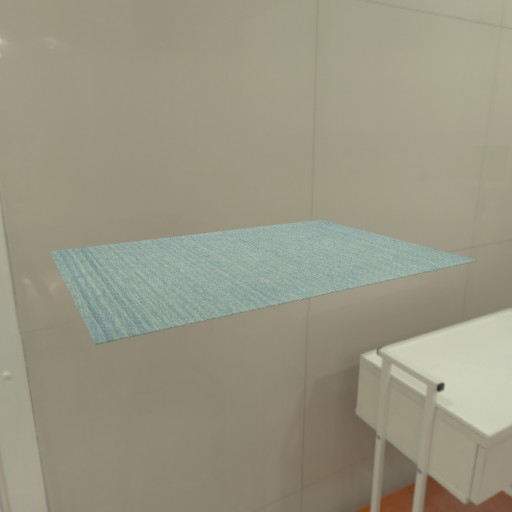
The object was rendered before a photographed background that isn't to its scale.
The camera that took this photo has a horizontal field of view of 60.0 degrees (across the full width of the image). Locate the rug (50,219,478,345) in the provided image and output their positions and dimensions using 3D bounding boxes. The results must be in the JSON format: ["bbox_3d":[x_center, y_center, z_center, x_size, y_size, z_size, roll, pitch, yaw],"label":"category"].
[{"bbox_3d":[0.000,0.000,3.624,2.895,0.006,1.982,-9,18,-29],"label":"rug"}]
